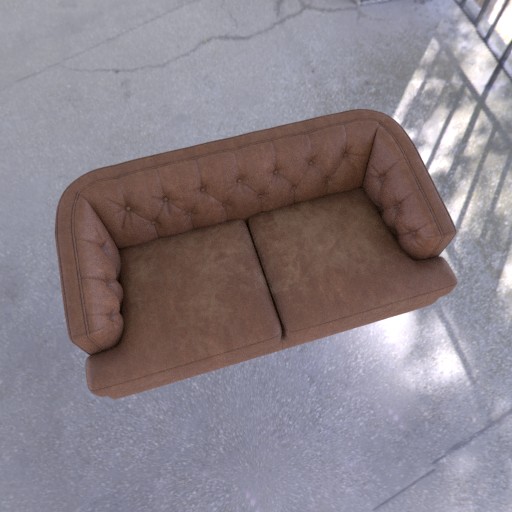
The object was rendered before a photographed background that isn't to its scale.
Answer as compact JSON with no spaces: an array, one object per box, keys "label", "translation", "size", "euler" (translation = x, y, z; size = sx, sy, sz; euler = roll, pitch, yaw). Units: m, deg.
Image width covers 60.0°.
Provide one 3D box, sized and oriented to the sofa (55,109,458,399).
[{"label":"sofa","translation":[0.000,0.000,2.234],"size":[1.755,0.786,0.914],"euler":[-15,65,-7]}]
